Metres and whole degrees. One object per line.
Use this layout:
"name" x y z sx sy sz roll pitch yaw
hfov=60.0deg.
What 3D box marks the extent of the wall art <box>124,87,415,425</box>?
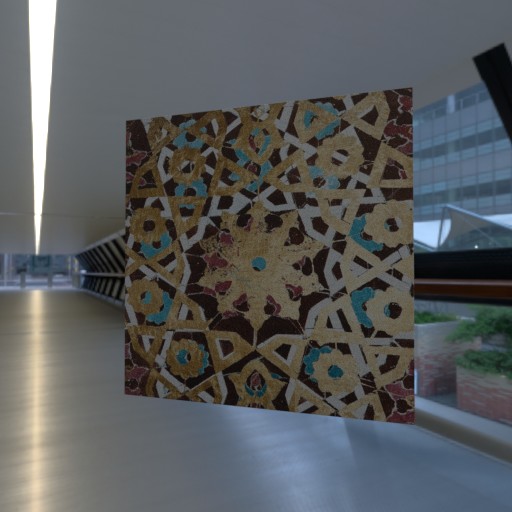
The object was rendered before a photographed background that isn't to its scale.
"wall art" 0.000 0.000 1.129 0.757 0.762 0.028 0 -1 18
